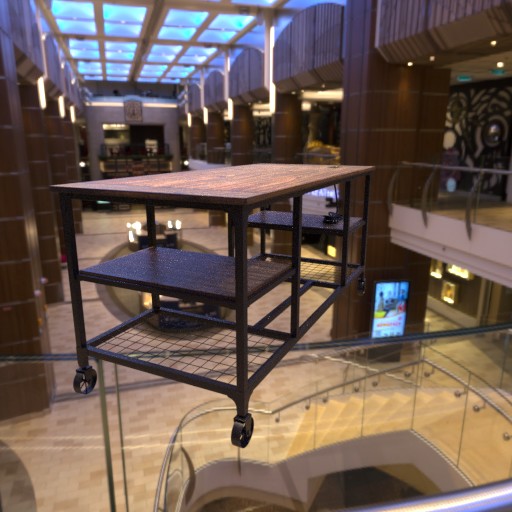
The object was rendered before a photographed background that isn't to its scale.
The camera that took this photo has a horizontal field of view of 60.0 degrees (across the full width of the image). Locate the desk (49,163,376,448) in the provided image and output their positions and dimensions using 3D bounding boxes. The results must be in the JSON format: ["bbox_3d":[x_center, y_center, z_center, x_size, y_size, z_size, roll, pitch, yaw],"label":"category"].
[{"bbox_3d":[0.000,0.000,2.035,0.711,0.751,1.590,7,16,25],"label":"desk"}]
